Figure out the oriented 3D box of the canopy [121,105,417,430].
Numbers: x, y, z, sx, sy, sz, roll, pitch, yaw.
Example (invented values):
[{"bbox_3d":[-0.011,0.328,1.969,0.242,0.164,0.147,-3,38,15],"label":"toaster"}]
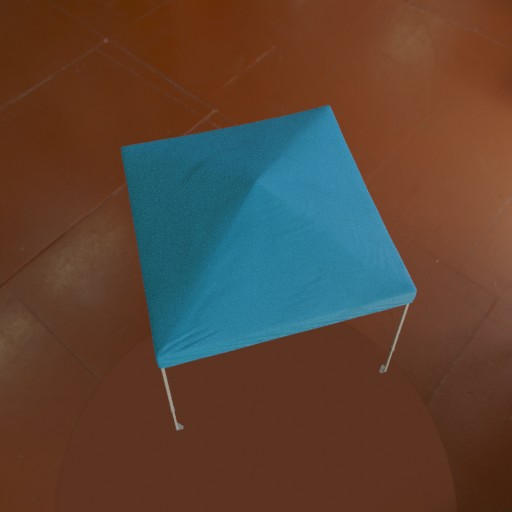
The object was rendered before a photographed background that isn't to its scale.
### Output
[{"bbox_3d":[0.000,0.000,5.130,2.849,2.849,2.848,-13,64,-7],"label":"canopy"}]
